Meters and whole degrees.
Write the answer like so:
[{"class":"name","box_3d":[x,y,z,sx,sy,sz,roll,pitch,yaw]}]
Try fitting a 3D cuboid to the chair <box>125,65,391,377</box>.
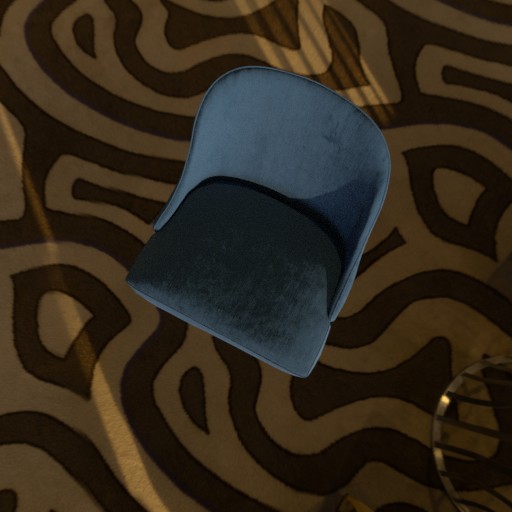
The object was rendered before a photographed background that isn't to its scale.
[{"class":"chair","box_3d":[0.000,0.000,1.213,0.526,0.927,0.489,27,78,6]}]
